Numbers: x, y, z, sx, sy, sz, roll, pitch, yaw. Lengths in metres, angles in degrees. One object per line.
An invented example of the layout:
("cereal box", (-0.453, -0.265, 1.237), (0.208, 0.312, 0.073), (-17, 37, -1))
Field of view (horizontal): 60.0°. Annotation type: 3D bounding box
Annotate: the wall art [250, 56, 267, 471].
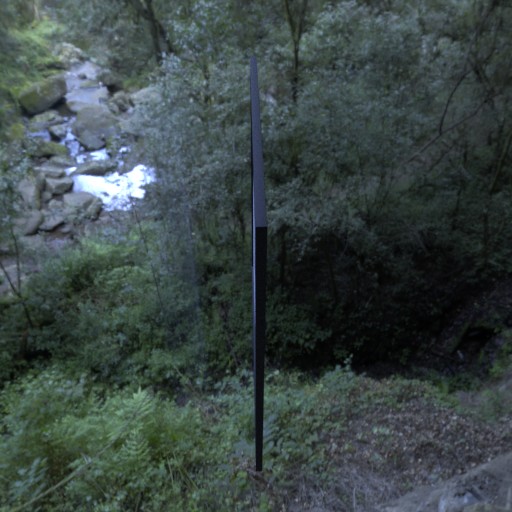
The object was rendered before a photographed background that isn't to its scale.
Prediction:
("wall art", (0.000, 0.000, 0.842), (0.012, 0.558, 0.562), (-1, 41, -1))
